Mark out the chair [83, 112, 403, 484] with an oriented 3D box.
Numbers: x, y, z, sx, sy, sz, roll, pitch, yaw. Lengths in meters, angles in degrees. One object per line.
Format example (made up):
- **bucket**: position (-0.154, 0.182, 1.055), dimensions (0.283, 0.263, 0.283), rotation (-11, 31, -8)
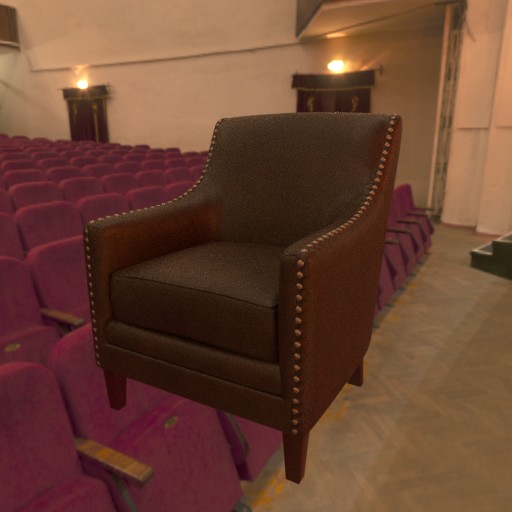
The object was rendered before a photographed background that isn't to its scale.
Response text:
- **chair**: position (0.000, 0.000, 1.276), dimensions (0.639, 0.813, 0.704), rotation (8, 17, 28)
